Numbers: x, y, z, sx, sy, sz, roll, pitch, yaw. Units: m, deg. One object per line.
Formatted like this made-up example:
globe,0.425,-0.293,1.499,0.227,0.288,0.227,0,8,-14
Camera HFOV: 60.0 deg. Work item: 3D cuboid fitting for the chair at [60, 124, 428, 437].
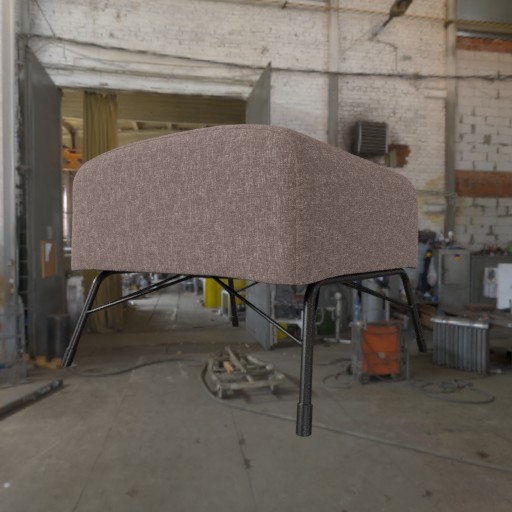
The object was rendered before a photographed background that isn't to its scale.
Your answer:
chair,0.000,0.000,0.883,0.530,0.410,0.530,1,2,36
